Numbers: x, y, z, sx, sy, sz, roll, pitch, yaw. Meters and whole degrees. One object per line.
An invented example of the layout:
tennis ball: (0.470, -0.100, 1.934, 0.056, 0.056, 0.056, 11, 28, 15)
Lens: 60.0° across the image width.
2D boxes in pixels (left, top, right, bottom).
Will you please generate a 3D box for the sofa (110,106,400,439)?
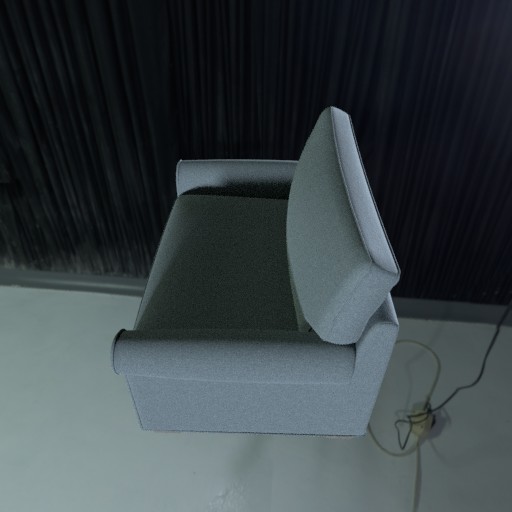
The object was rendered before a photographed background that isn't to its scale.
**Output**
sofa: (0.000, 0.000, 2.030, 0.940, 0.953, 1.410, 1, 39, 2)
